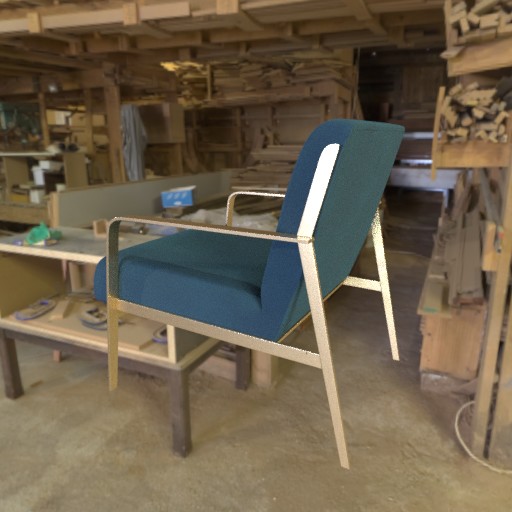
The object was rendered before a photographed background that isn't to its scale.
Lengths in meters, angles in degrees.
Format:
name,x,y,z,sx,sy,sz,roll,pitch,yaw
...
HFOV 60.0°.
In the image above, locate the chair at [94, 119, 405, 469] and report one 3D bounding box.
name,x,y,z,sx,sy,sz,roll,pitch,yaw
chair,0.000,0.000,1.446,0.859,0.831,0.692,8,17,27
